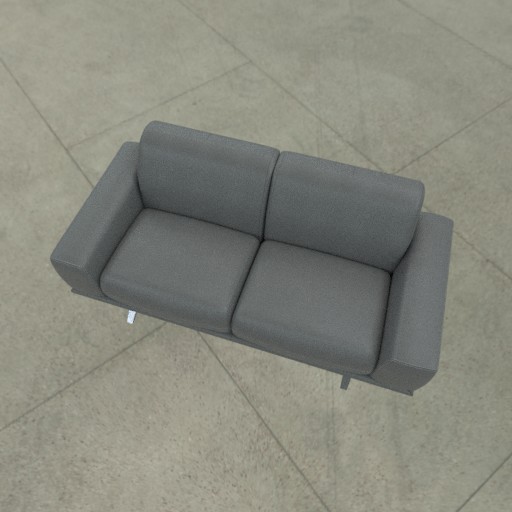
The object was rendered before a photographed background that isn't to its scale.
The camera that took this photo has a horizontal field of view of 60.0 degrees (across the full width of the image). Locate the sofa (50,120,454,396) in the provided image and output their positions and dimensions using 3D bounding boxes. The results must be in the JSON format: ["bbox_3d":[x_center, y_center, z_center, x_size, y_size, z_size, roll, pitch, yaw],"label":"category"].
[{"bbox_3d":[0.000,0.000,2.365,1.901,0.772,0.900,15,60,9],"label":"sofa"}]
